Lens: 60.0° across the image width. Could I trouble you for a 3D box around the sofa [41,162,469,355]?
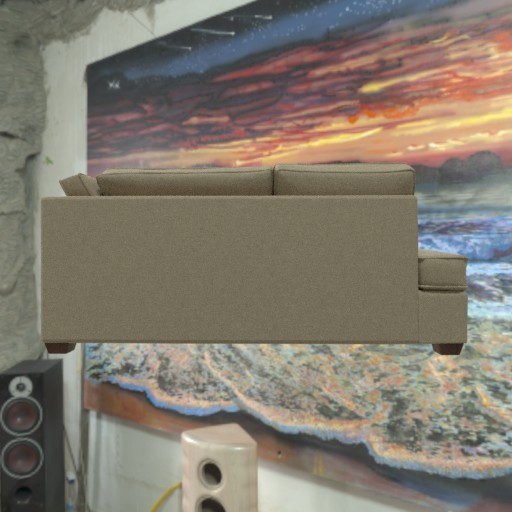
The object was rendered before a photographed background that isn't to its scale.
[{"bbox_3d":[0.000,0.000,2.822,2.237,1.033,1.110,0,0,1],"label":"sofa"}]
